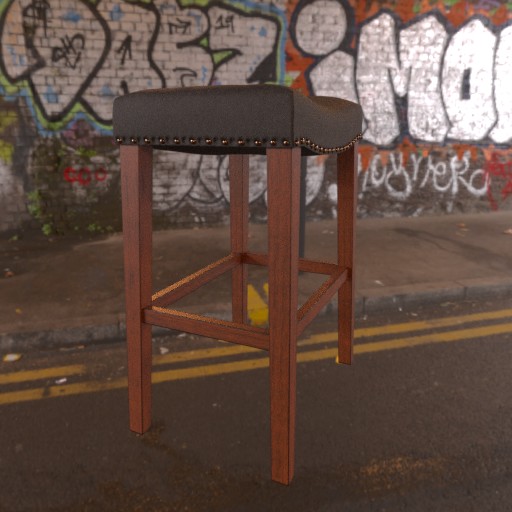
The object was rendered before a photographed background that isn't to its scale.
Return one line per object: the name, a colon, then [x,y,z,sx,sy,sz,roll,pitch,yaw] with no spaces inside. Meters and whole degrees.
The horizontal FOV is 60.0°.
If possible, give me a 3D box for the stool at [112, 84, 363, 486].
stool: [0.000,0.000,0.876,0.320,0.612,0.439,7,18,24]
